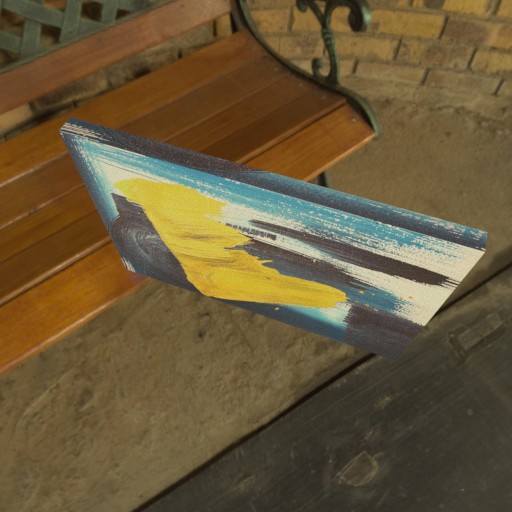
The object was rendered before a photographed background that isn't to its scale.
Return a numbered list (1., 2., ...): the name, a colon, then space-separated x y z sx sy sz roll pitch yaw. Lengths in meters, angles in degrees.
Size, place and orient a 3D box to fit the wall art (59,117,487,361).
1. wall art: 0.000 0.000 0.777 0.609 0.406 0.033 17 60 11
